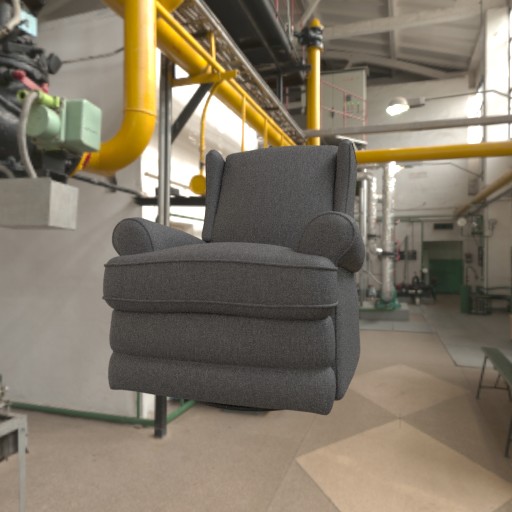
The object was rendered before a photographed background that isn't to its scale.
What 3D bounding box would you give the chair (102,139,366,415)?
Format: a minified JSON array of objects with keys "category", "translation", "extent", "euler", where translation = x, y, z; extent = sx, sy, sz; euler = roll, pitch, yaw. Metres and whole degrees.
[{"category":"chair","translation":[0.000,0.000,1.713],"extent":[0.847,1.011,0.969],"euler":[0,0,19]}]
